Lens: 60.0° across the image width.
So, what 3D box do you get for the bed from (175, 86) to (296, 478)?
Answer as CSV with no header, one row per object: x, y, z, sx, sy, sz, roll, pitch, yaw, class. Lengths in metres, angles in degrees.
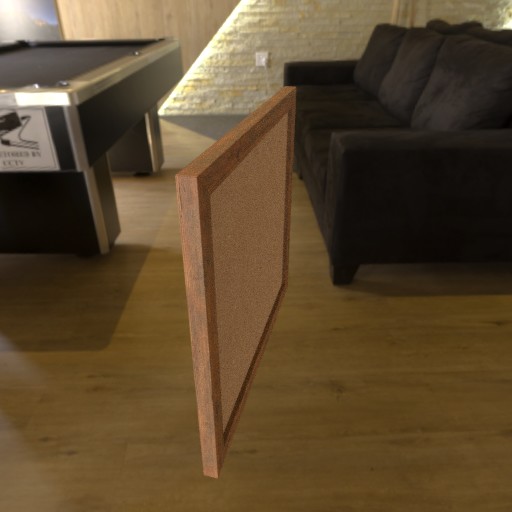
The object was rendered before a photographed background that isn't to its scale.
0.000,0.000,1.526,0.046,0.942,1.046,8,31,13,bed
